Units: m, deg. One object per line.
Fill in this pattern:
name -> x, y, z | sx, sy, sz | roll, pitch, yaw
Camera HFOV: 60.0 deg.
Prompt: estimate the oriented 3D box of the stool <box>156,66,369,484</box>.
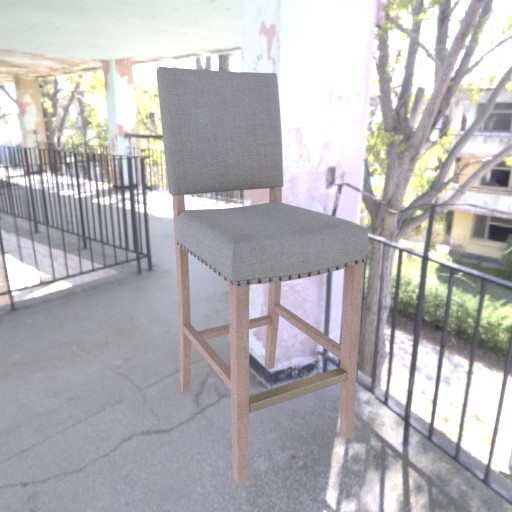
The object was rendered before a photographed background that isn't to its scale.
stool -> 0.000, 0.000, 1.448 | 0.445, 1.173, 0.585 | -9, 19, -27
